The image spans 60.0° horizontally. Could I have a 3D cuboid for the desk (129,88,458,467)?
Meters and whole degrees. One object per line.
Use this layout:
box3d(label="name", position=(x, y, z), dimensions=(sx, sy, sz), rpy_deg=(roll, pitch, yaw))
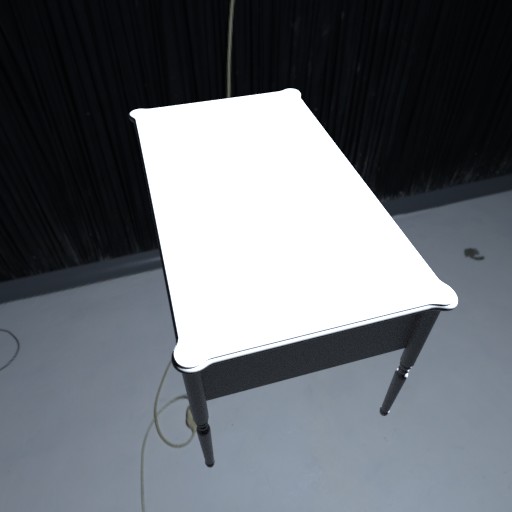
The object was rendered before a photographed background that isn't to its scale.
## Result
box3d(label="desk", position=(0.000, 0.000, 1.878), dimensions=(0.807, 0.762, 1.380), rpy_deg=(-12, 47, -11))
